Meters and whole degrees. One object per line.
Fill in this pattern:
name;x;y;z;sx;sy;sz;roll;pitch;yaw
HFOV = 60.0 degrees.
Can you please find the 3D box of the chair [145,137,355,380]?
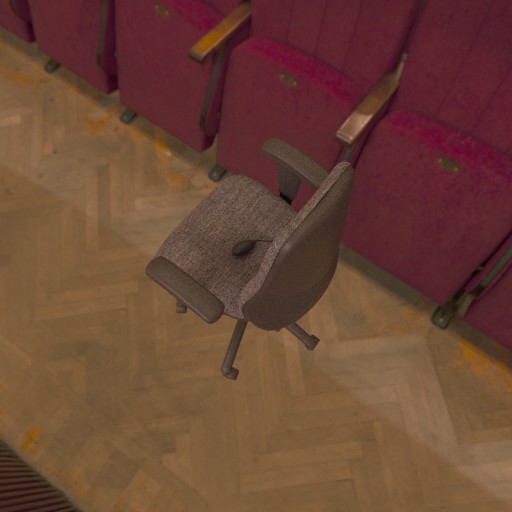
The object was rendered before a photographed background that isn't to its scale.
chair;0.000;0.000;1.271;0.530;0.910;0.550;35;69;15
